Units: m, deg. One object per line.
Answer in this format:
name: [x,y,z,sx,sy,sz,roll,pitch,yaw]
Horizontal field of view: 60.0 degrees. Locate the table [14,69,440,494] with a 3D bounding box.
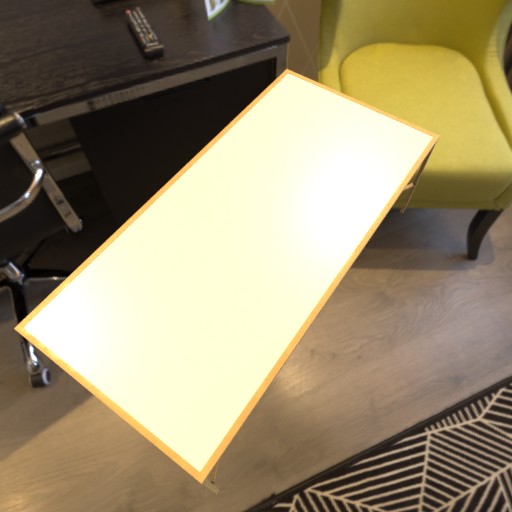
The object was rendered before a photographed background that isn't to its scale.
table: [0.000,0.000,1.410,0.580,0.398,1.206,31,64,17]
